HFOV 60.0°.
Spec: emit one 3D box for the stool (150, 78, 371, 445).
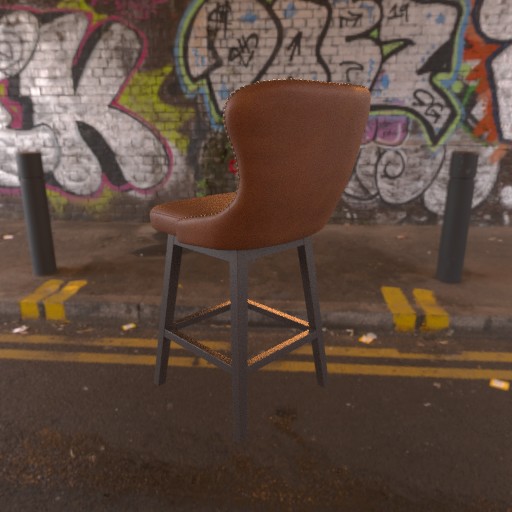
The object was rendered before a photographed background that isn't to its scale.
[{"bbox_3d":[0.000,0.000,1.367,0.593,0.971,0.528,16,23,42],"label":"stool"}]
